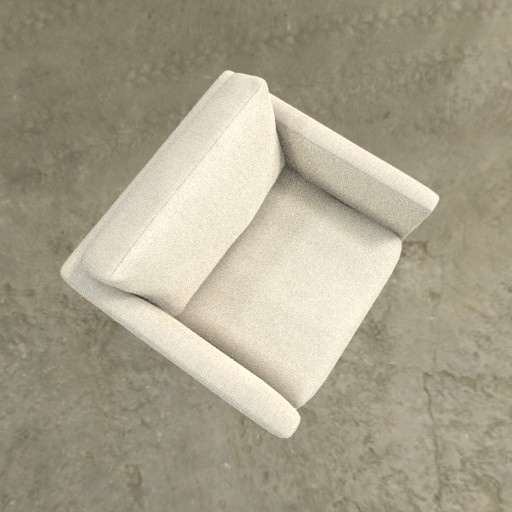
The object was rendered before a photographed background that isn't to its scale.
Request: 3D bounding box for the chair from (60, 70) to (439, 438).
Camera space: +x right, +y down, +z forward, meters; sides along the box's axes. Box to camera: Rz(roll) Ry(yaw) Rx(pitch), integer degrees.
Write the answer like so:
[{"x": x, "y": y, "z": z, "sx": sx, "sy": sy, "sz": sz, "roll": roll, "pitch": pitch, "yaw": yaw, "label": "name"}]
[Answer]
[{"x": 0.000, "y": 0.000, "z": 1.743, "sx": 0.959, "sy": 0.919, "sz": 0.996, "roll": 34, "pitch": 77, "yaw": 9, "label": "chair"}]
